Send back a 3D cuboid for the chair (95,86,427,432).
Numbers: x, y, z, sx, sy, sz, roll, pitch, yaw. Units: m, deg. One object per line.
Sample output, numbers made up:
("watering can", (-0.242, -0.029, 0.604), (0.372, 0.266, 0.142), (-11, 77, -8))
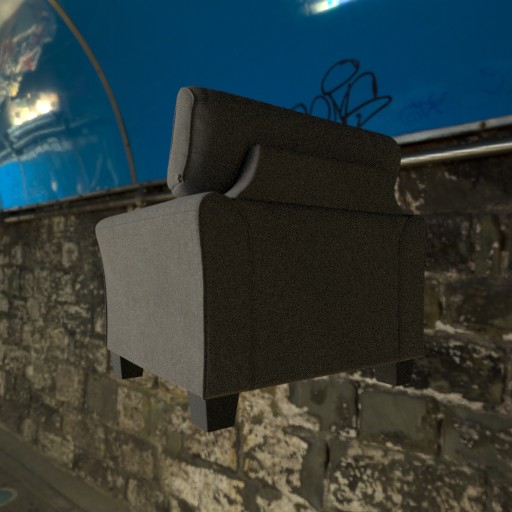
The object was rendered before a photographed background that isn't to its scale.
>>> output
("chair", (0.000, 0.000, 1.617), (0.941, 0.890, 0.816), (1, -2, -35))
